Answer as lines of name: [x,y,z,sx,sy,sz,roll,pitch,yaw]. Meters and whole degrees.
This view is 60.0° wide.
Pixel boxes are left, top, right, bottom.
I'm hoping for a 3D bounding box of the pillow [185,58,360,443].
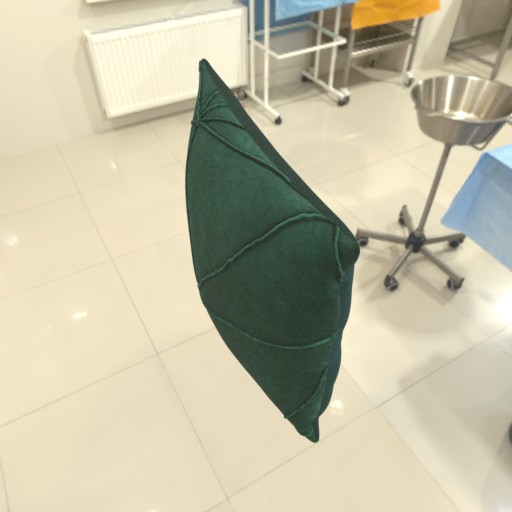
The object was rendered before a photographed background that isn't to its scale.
pillow: [0.000,0.000,0.673,0.184,0.440,0.439,-17,48,-16]
